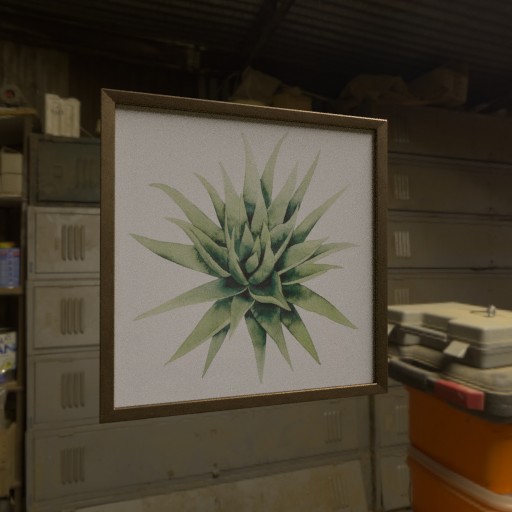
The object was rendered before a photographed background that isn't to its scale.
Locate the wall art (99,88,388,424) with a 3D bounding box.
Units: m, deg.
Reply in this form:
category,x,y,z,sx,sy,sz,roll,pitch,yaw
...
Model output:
category,x,y,z,sx,sy,sz,roll,pitch,yaw
wall art,0.000,0.000,0.759,0.503,0.506,0.030,0,-1,-18
